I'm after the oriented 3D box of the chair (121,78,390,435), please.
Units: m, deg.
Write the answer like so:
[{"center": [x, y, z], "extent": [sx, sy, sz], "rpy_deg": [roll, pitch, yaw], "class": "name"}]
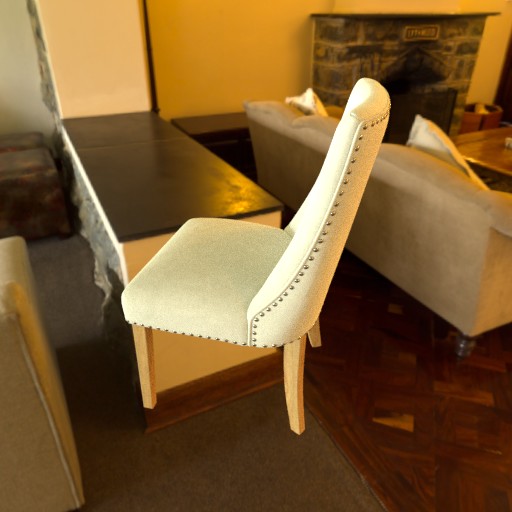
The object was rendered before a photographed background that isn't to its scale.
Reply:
[{"center": [0.000, 0.000, 1.248], "extent": [0.610, 0.902, 0.495], "rpy_deg": [7, 30, 13], "class": "chair"}]
